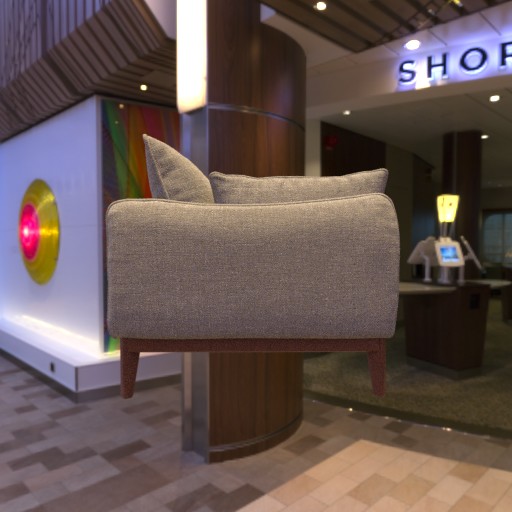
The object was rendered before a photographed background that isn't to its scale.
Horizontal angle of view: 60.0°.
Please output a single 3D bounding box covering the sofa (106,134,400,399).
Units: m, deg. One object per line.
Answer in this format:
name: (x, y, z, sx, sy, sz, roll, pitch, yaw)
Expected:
sofa: (0.000, 0.000, 2.136, 0.972, 0.851, 1.580, 0, 2, -1)
